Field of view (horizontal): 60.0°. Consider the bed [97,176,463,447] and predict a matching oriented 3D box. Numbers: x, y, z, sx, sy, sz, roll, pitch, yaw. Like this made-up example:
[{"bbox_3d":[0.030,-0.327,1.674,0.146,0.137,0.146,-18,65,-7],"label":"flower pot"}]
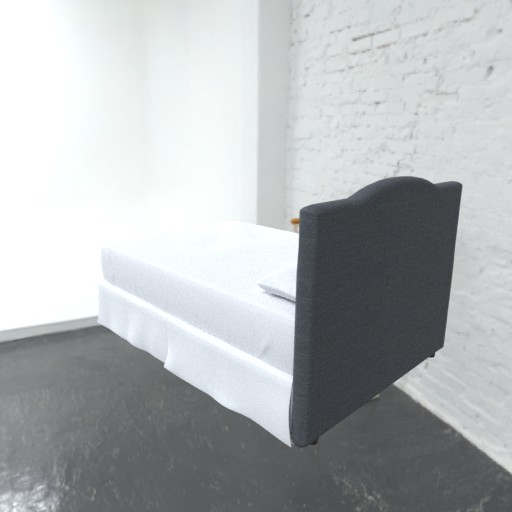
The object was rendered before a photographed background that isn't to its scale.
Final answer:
[{"bbox_3d":[0.000,0.000,3.628,1.747,1.441,2.507,-14,21,-42],"label":"bed"}]
